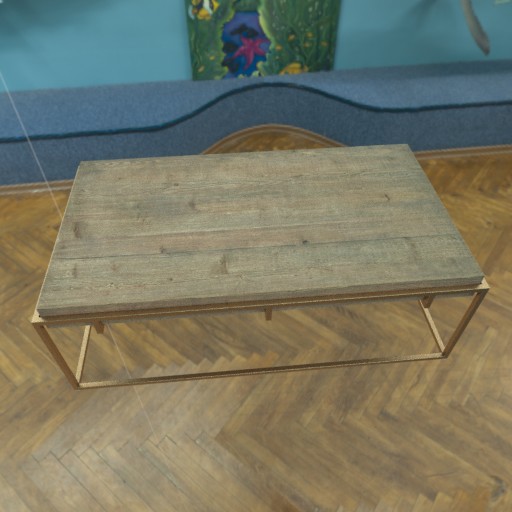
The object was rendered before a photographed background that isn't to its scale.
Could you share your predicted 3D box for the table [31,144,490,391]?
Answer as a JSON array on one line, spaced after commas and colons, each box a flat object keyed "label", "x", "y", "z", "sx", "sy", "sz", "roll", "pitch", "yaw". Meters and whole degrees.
[{"label": "table", "x": 0.000, "y": 0.000, "z": 1.738, "sx": 1.387, "sy": 0.468, "sz": 0.775, "roll": -4, "pitch": 47, "yaw": -4}]
